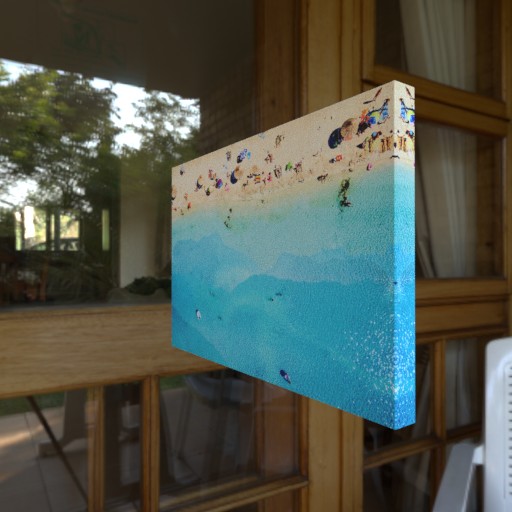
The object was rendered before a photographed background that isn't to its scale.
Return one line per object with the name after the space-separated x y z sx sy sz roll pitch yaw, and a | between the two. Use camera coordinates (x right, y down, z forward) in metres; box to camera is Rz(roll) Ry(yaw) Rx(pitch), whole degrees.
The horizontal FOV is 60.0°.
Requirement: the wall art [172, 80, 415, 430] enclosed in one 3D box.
0.000 0.000 1.133 0.057 0.595 0.894 0 0 -35 | wall art
